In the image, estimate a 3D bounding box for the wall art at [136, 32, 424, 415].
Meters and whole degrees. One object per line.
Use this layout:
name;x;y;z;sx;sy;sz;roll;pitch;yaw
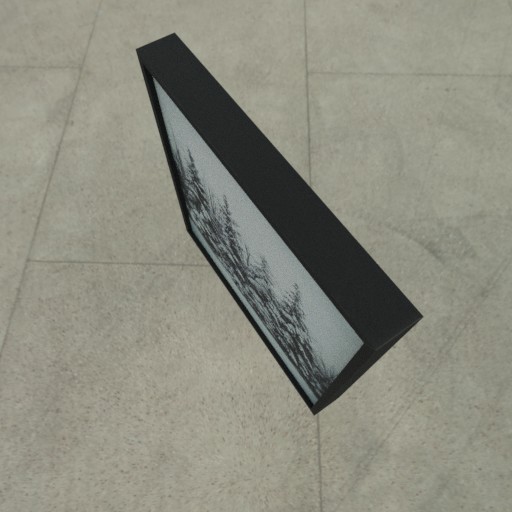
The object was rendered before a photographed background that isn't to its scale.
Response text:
wall art;0.000;0.000;0.453;0.037;0.305;0.305;-31;68;-14
